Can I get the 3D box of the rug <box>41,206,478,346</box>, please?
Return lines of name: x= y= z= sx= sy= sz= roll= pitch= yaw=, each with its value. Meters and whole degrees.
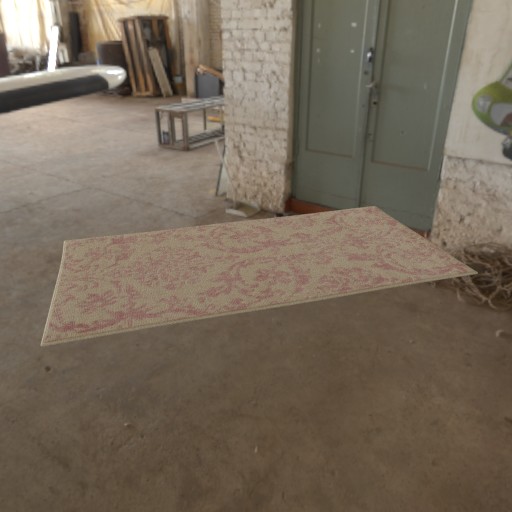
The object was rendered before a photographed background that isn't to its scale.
rug: x=0.000 y=0.000 z=1.438 sx=1.219 sy=0.007 sz=0.604 roll=-8 pitch=28 yaw=-15
